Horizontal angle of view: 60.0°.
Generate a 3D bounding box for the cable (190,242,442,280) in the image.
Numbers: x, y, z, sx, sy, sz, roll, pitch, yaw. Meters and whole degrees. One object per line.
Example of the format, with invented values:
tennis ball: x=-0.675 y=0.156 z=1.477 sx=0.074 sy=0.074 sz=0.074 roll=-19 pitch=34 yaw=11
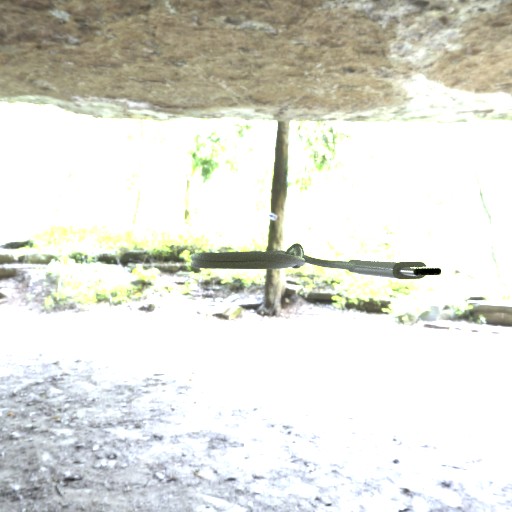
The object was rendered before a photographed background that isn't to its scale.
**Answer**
cable: x=0.000 y=0.000 z=0.233 sx=0.070 sy=0.014 sz=0.203 roll=0 pitch=1 yaw=-18
